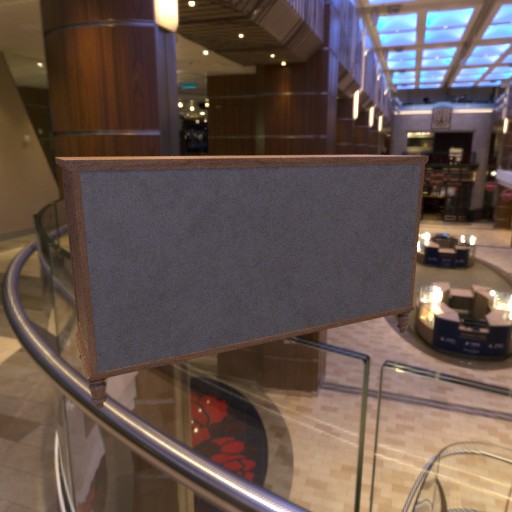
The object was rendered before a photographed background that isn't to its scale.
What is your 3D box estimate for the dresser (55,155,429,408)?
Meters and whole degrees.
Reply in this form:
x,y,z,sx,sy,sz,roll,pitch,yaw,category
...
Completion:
x,y,z,sx,sy,sz,roll,pitch,yaw,category
0.000,0.000,2.037,1.583,0.892,0.468,-7,15,-26,dresser
